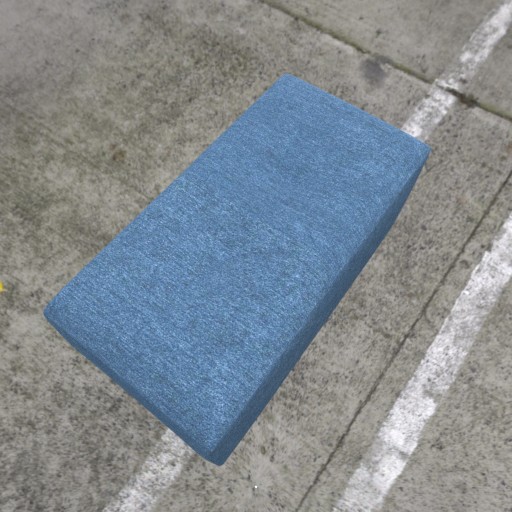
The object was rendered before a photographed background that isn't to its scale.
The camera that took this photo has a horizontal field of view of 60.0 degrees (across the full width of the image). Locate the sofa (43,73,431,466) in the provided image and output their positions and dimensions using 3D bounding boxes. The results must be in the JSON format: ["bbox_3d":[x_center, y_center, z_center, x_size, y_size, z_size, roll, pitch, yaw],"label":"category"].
[{"bbox_3d":[0.000,0.000,1.191,0.480,0.470,0.930,34,67,16],"label":"sofa"}]
